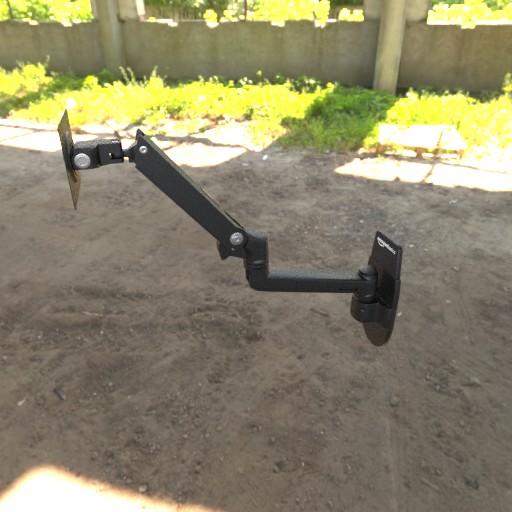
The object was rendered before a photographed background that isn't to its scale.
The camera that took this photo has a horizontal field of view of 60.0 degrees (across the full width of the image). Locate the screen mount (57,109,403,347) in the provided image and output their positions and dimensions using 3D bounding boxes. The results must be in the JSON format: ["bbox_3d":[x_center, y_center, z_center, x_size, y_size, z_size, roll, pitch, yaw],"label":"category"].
[{"bbox_3d":[0.000,0.000,0.716,0.495,0.466,0.115,-8,30,-14],"label":"screen mount"}]
